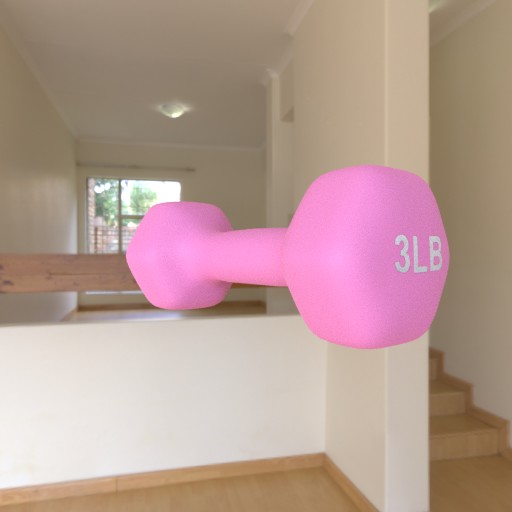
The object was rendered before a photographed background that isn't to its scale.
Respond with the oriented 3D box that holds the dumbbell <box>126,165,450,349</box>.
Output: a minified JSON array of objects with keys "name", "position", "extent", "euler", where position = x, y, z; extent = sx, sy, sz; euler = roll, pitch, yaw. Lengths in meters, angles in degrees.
[{"name":"dumbbell","position":[0.000,0.000,0.195],"extent":[0.064,0.058,0.159],"euler":[0,0,-38]}]
